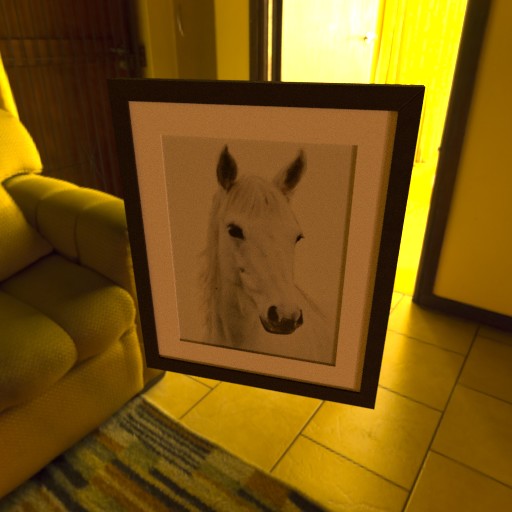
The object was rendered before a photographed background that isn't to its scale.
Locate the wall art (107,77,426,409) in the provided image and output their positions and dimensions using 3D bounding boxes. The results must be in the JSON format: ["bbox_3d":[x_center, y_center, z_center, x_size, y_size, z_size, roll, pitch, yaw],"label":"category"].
[{"bbox_3d":[0.000,0.000,0.752,0.455,0.552,0.034,7,27,13],"label":"wall art"}]
